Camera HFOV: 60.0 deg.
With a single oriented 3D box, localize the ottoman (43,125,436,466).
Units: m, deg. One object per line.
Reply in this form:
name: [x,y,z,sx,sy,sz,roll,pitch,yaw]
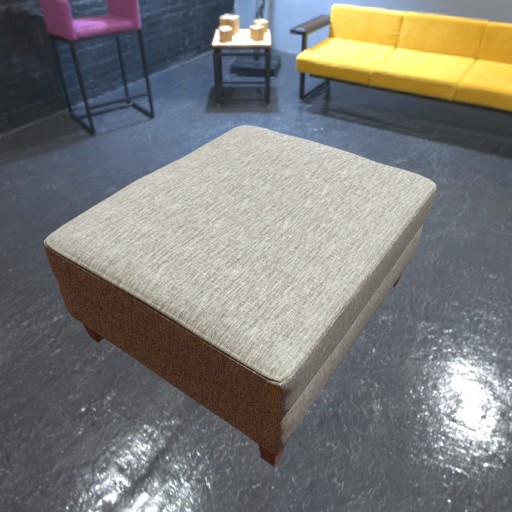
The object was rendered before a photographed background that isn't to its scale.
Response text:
ottoman: [0.000,0.000,1.490,0.839,0.492,0.994,25,46,26]
